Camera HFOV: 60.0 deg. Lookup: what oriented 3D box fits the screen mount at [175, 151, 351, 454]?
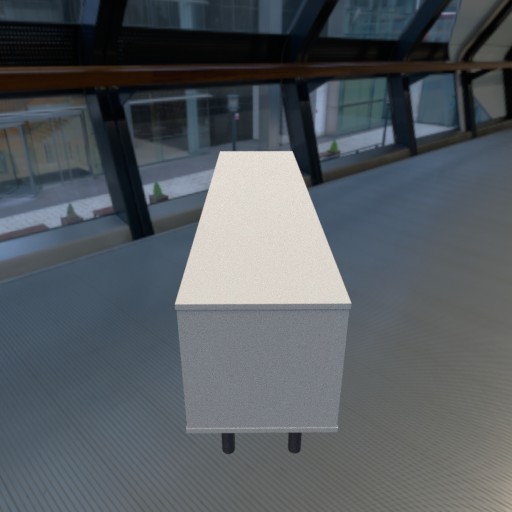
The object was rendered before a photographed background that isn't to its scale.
[{"bbox_3d":[0.000,0.000,1.837,0.418,0.520,1.600,0,25,0],"label":"screen mount"}]
